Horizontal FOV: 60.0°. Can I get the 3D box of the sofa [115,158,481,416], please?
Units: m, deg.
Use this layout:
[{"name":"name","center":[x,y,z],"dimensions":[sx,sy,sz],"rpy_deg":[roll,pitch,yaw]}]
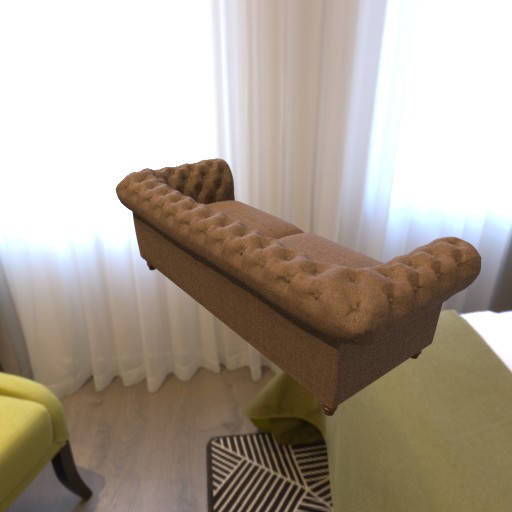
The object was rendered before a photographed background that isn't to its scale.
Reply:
[{"name":"sofa","center":[0.000,0.000,2.827],"dimensions":[0.944,0.787,2.385],"rpy_deg":[-19,32,-34]}]
